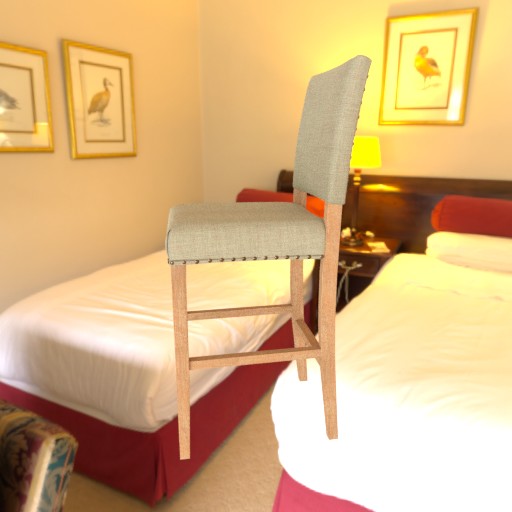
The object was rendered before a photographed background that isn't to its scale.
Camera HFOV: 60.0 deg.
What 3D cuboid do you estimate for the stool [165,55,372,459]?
[{"bbox_3d":[0.000,0.000,1.503,0.585,1.203,0.445,-2,15,-9],"label":"stool"}]
